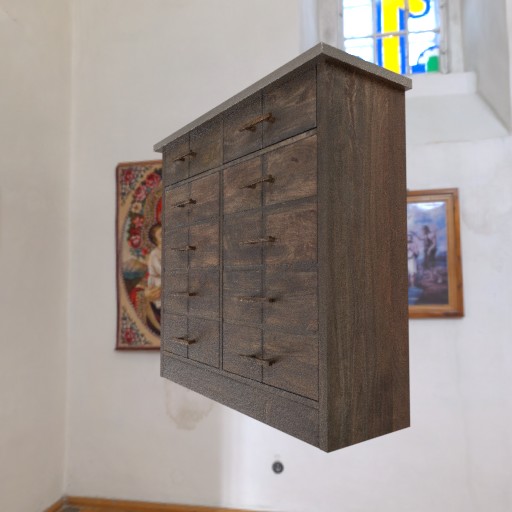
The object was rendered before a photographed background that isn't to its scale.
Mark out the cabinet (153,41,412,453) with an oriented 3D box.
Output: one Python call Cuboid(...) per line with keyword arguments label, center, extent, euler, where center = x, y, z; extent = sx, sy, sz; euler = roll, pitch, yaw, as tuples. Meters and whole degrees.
Cuboid(label="cabinet", center=(0.000, 0.000, 1.461), extent=(0.338, 0.919, 0.968), euler=(2, -3, -35))
